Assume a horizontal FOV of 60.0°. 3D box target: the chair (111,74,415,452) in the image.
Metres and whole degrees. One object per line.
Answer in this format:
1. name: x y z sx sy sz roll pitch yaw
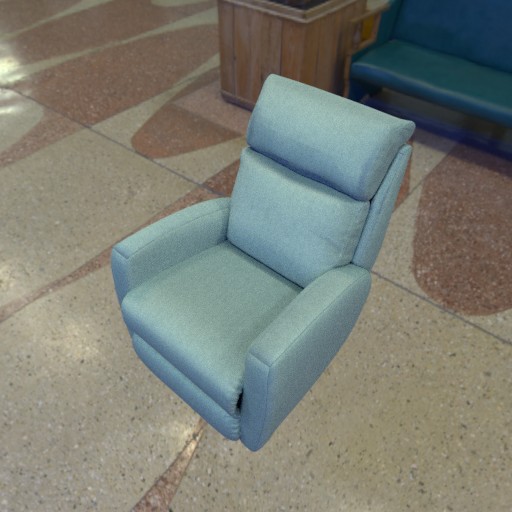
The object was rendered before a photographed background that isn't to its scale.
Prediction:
1. chair: 0.000 0.000 1.687 0.812 1.013 0.940 32 53 27
